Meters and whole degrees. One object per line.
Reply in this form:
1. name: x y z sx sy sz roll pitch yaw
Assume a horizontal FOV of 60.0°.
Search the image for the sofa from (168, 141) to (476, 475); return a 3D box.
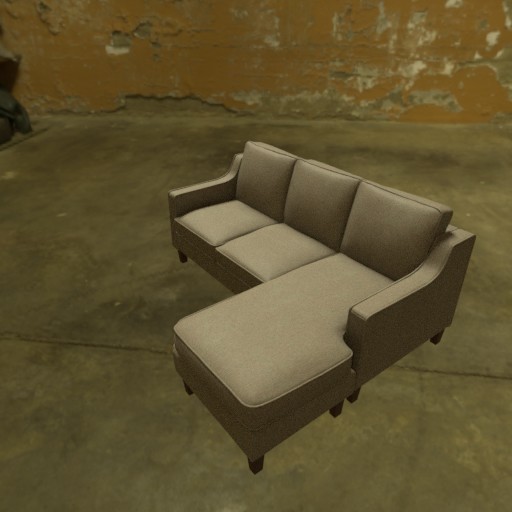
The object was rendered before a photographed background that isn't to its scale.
1. sofa: 0.000 0.000 3.288 1.858 1.081 2.317 -21 36 -32
